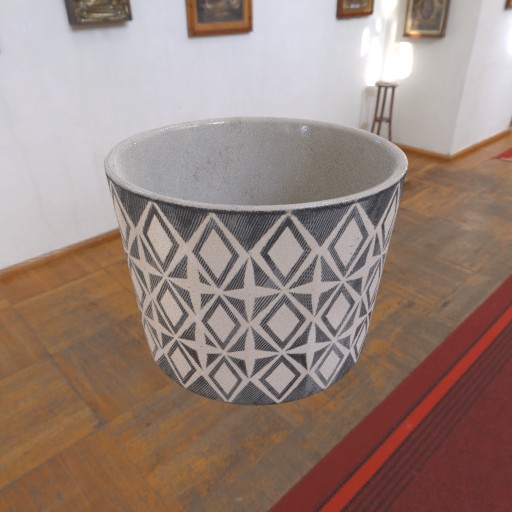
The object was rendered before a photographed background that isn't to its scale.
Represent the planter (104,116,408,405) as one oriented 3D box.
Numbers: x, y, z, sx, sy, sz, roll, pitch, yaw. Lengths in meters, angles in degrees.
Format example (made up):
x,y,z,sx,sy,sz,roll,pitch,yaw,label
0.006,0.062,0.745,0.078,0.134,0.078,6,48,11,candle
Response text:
x,y,z,sx,sy,sz,roll,pitch,yaw,label
0.000,0.000,0.449,0.260,0.220,0.260,0,30,0,planter
